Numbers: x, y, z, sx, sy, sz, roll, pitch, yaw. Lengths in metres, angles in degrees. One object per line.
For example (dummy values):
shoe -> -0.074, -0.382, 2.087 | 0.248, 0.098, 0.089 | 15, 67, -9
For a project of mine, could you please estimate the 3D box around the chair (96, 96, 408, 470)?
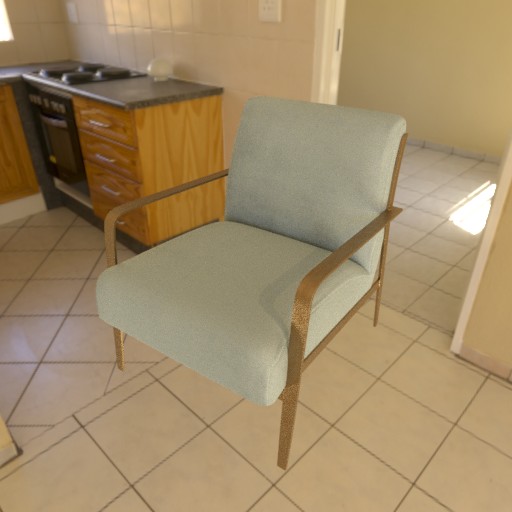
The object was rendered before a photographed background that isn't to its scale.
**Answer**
chair -> 0.000, 0.000, 1.443 | 0.701, 0.824, 0.842 | 19, 36, 29
